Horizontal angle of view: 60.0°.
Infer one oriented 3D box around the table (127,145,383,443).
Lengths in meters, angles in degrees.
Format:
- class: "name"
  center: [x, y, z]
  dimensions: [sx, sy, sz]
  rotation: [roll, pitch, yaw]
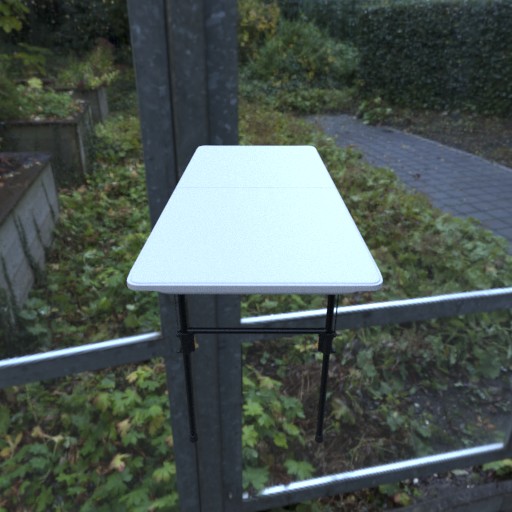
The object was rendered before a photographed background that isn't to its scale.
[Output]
- class: "table"
  center: [0.000, 0.000, 2.248]
  dimensions: [0.761, 0.719, 1.829]
  rotation: [0, 26, 0]
